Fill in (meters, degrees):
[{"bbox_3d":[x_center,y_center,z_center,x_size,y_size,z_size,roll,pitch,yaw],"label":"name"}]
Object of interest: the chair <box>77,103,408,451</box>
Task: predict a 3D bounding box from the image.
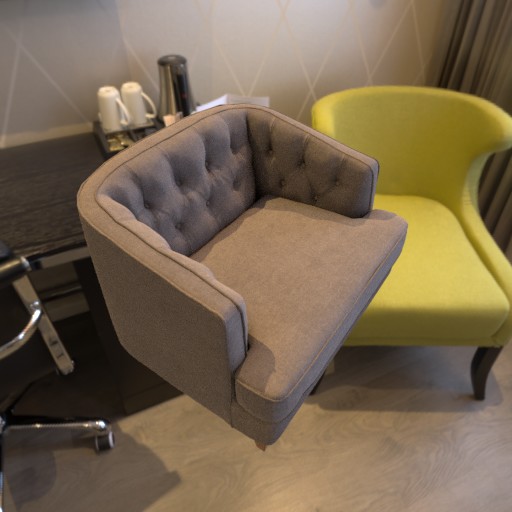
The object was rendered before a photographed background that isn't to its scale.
[{"bbox_3d":[0.000,0.000,1.811,0.941,0.852,1.104,24,46,25],"label":"chair"}]
